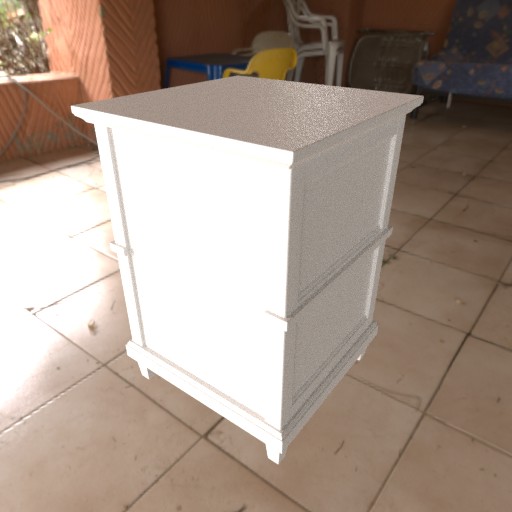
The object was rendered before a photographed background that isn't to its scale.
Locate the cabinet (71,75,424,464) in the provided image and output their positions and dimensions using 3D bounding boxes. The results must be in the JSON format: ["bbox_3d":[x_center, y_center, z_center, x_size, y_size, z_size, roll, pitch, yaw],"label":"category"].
[{"bbox_3d":[0.000,0.000,1.151,0.544,0.775,0.547,20,36,31],"label":"cabinet"}]
